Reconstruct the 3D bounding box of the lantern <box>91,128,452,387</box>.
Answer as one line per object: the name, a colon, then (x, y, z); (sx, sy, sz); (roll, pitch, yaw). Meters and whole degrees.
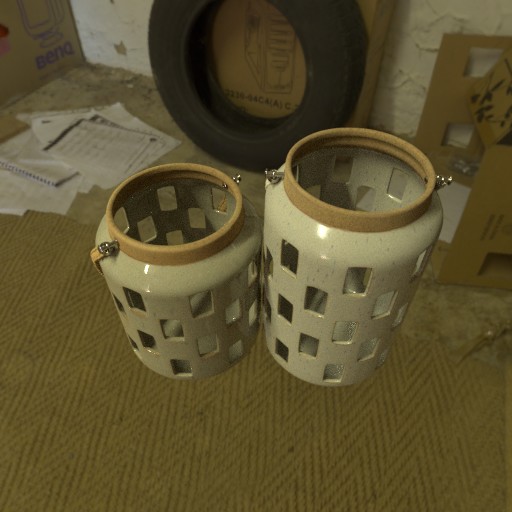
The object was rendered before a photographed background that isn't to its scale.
lantern: (0.000, 0.000, 0.485); (0.347, 0.255, 0.184); (2, 47, 2)
